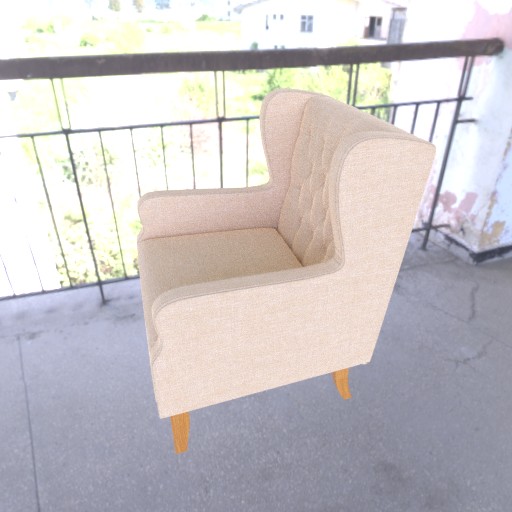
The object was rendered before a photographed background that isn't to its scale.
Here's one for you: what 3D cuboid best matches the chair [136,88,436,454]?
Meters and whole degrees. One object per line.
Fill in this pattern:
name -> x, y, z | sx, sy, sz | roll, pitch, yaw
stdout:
chair -> 0.000, 0.000, 1.463 | 0.760, 0.930, 0.710 | -8, 32, -14
